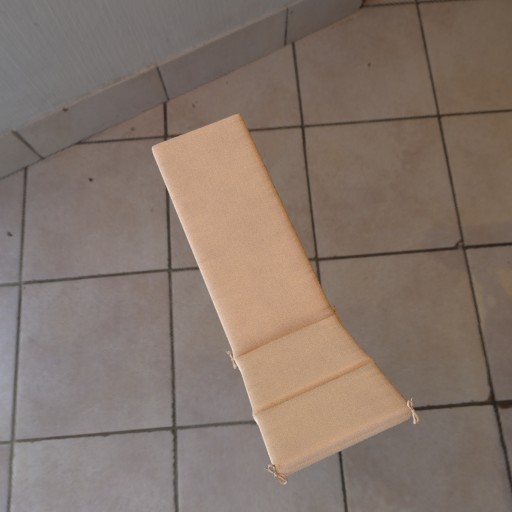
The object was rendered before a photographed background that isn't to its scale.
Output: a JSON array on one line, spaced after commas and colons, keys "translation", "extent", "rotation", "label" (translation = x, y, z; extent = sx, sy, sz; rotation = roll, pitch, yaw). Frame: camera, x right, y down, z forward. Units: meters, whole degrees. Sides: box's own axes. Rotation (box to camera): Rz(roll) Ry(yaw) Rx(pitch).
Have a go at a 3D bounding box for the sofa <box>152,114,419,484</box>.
[{"translation": [0.000, 0.000, 1.959], "extent": [0.582, 0.622, 1.663], "rotation": [-22, 77, -5], "label": "sofa"}]
